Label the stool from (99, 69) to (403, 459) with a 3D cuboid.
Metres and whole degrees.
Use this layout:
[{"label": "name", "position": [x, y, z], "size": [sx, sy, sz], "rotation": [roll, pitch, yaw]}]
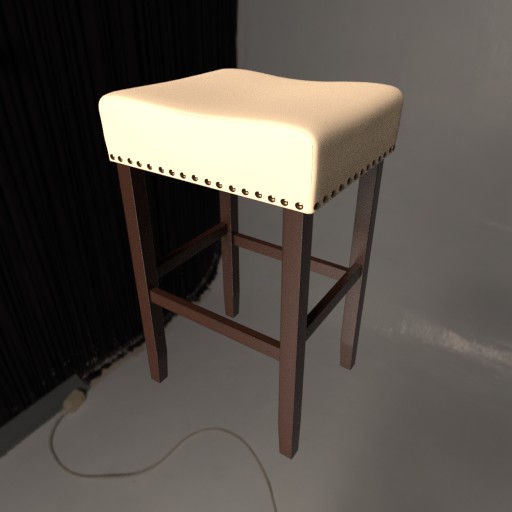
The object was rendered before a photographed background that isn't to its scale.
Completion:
[{"label": "stool", "position": [0.000, 0.000, 1.056], "size": [0.471, 0.762, 0.401], "rotation": [19, 36, 28]}]
